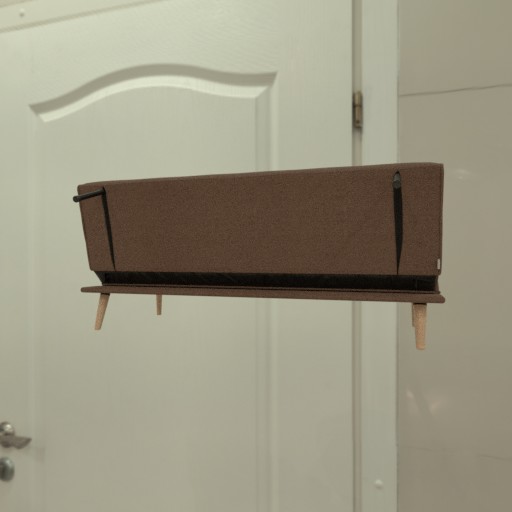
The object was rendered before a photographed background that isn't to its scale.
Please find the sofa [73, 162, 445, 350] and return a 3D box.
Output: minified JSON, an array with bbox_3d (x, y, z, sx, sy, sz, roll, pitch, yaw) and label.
[{"bbox_3d":[0.000,0.000,2.366,1.820,0.810,1.038,0,0,18],"label":"sofa"}]
